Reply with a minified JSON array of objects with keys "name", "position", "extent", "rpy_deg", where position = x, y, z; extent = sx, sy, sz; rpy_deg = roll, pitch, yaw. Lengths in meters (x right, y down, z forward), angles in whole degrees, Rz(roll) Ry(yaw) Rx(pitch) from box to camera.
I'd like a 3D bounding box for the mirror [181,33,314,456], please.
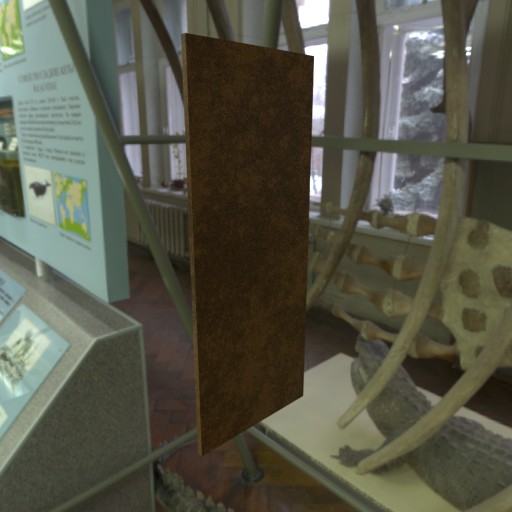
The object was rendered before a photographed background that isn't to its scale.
[{"name":"mirror","position":[0.000,0.000,2.340],"extent":[0.812,2.031,0.032],"rpy_deg":[-14,21,-41]}]
